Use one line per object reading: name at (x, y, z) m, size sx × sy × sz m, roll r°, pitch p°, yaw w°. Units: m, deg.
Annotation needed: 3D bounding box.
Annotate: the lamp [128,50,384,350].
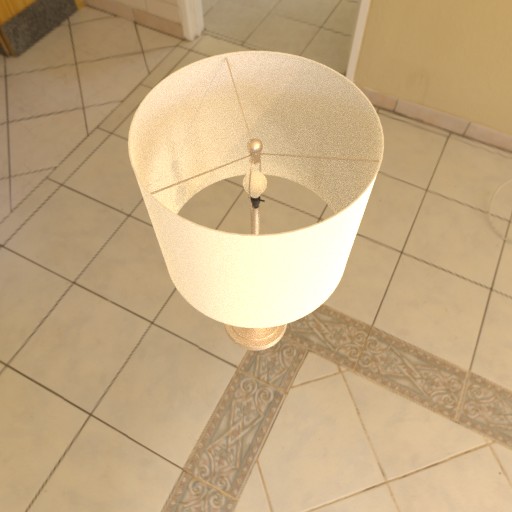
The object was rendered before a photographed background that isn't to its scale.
lamp at (0.000, 0.000, 0.711) m, size 0.277 × 0.538 × 0.277 m, roll 15°, pitch 61°, yaw 9°
